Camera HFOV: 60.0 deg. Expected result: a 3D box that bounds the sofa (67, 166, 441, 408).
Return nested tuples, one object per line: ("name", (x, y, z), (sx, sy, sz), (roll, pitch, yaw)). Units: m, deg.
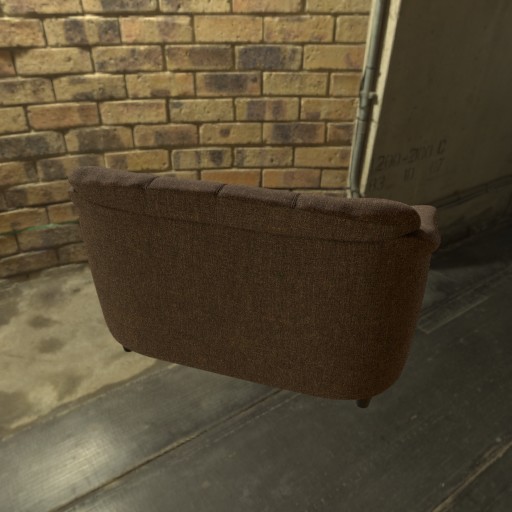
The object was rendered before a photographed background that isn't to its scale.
("sofa", (0.000, 0.000, 1.892), (1.404, 0.895, 0.799), (9, 32, 15))
